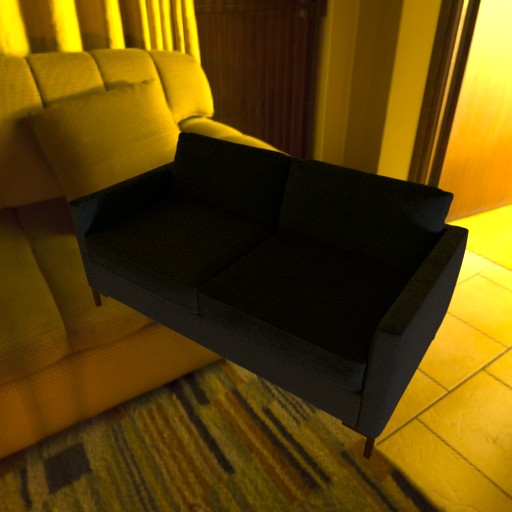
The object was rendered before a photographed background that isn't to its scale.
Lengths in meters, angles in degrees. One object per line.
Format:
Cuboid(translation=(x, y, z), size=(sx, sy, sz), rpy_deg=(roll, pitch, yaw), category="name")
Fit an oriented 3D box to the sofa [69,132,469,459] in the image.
Cuboid(translation=(0.000, 0.000, 2.119), size=(1.676, 0.817, 0.875), rpy_deg=(20, 37, 30), category="sofa")
